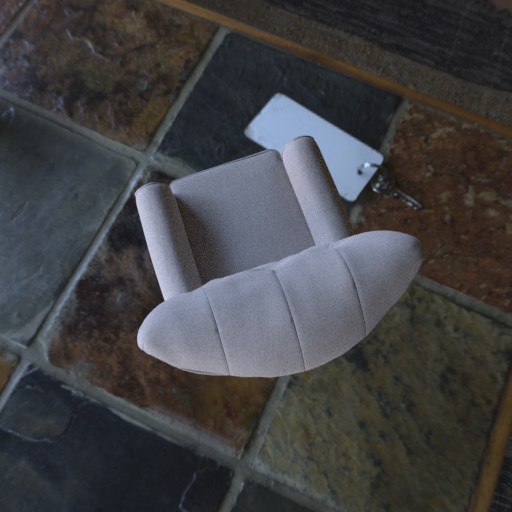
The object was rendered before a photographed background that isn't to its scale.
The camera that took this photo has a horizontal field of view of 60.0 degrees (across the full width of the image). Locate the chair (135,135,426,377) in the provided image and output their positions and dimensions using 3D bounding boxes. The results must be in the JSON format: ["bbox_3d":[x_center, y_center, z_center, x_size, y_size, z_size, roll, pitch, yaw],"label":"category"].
[{"bbox_3d":[0.000,0.000,1.944,0.942,1.209,1.025,-18,76,-5],"label":"chair"}]
